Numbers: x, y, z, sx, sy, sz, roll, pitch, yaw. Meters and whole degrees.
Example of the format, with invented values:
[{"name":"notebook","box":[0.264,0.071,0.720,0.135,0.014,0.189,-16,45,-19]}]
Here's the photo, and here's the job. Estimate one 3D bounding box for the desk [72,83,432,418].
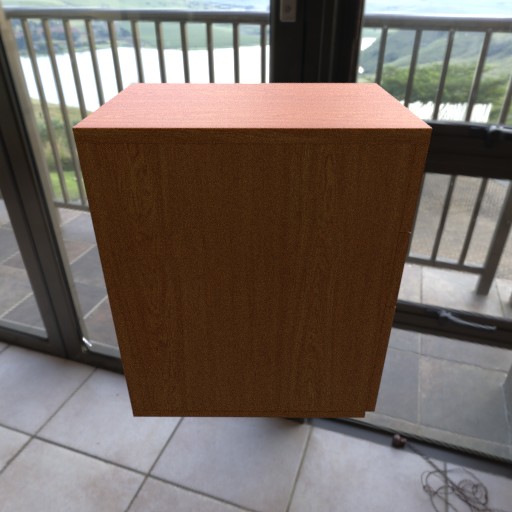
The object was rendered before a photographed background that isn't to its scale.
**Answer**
[{"name":"desk","box":[0.000,0.000,1.084,0.600,0.730,0.404,0,31,0]}]
